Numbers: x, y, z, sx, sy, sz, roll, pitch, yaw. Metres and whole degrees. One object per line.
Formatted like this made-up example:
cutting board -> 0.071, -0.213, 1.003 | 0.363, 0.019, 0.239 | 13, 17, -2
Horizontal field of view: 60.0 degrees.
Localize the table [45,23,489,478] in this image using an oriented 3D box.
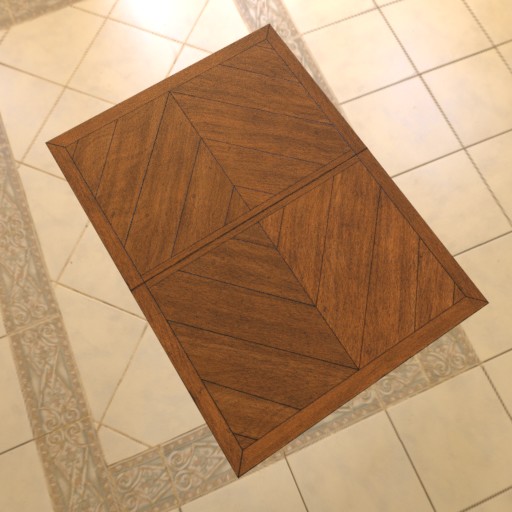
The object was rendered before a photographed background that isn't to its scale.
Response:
table -> 0.000, 0.000, 1.556 | 0.757, 0.760, 1.027 | -32, 77, -8
